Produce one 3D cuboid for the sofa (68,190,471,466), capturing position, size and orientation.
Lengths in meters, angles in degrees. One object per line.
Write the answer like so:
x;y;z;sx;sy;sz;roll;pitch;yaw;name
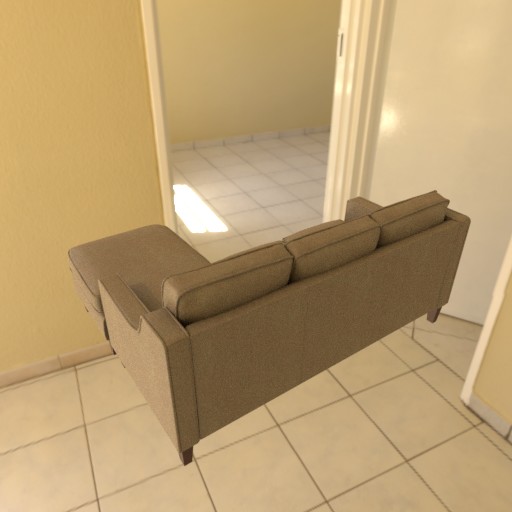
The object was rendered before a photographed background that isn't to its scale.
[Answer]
0.000;0.000;3.294;2.317;1.081;1.858;-20;36;-30;sofa
